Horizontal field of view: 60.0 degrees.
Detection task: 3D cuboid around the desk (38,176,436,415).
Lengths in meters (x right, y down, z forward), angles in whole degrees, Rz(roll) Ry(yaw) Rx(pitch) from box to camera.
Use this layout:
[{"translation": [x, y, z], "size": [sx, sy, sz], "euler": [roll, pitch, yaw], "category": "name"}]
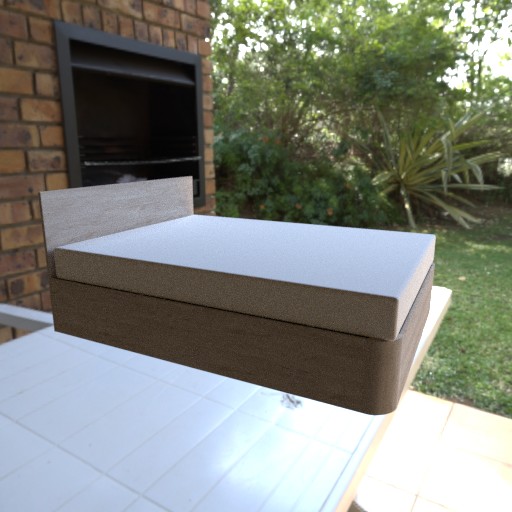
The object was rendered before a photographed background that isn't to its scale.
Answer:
[{"translation": [0.000, 0.000, 2.651], "size": [1.900, 0.800, 1.400], "euler": [7, 16, 26], "category": "desk"}]
